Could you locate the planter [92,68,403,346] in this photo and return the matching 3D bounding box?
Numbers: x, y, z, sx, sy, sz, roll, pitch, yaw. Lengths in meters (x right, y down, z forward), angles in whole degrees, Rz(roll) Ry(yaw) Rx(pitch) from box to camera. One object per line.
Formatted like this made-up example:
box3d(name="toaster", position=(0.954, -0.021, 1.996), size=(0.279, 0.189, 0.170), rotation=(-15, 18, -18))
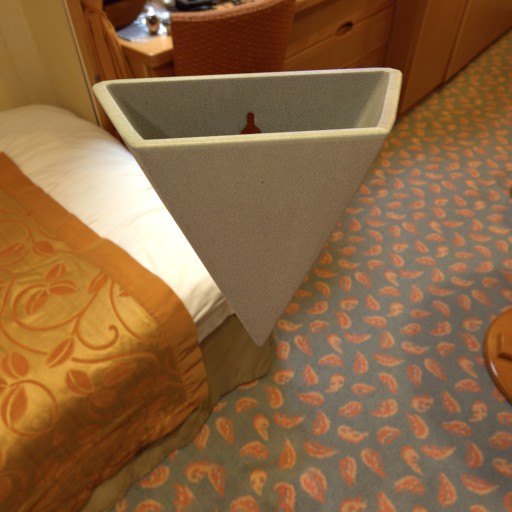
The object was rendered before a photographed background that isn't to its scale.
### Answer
box3d(name="planter", position=(0.000, 0.000, 0.268), size=(0.150, 0.197, 0.060), rotation=(-4, 47, -4))
